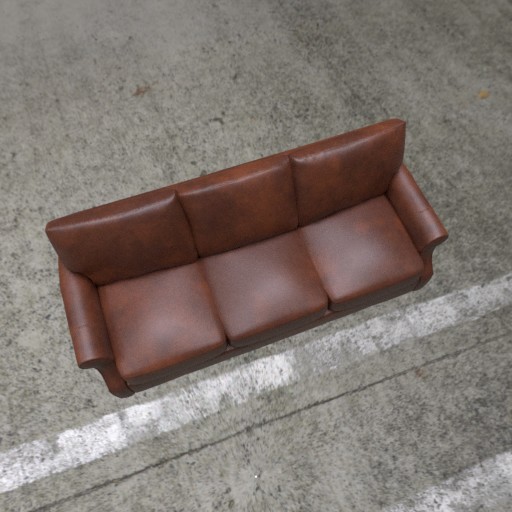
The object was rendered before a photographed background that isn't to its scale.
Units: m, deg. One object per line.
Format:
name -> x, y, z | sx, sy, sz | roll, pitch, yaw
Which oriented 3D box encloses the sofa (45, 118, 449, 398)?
sofa -> 0.000, 0.000, 2.824 | 2.351, 0.977, 0.973 | -18, 65, -9
